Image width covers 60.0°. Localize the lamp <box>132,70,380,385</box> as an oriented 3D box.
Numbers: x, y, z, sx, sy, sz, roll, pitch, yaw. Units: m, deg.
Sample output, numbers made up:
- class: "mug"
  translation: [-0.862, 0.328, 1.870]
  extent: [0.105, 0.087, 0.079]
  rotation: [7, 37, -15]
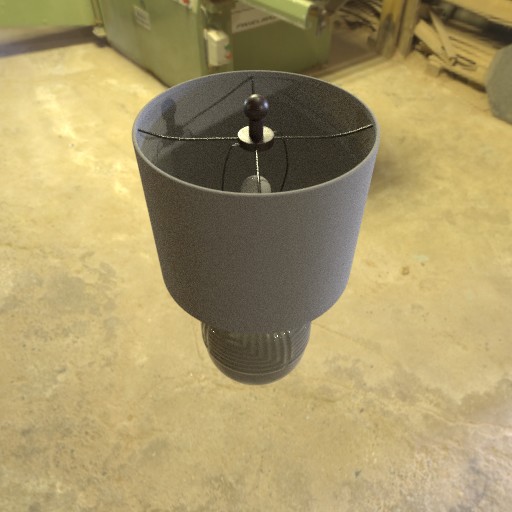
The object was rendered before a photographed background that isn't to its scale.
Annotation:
- class: "lamp"
  translation: [0.000, 0.000, 0.753]
  extent: [0.318, 0.567, 0.318]
  rotation: [0, 45, 0]
